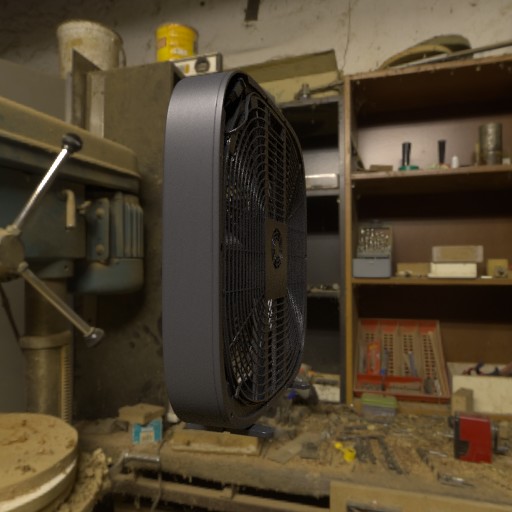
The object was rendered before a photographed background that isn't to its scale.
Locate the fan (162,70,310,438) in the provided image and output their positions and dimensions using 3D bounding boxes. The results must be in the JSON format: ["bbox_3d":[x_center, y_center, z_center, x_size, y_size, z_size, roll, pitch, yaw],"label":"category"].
[{"bbox_3d":[0.000,0.000,0.798,0.142,0.533,0.526,0,-2,18],"label":"fan"}]
